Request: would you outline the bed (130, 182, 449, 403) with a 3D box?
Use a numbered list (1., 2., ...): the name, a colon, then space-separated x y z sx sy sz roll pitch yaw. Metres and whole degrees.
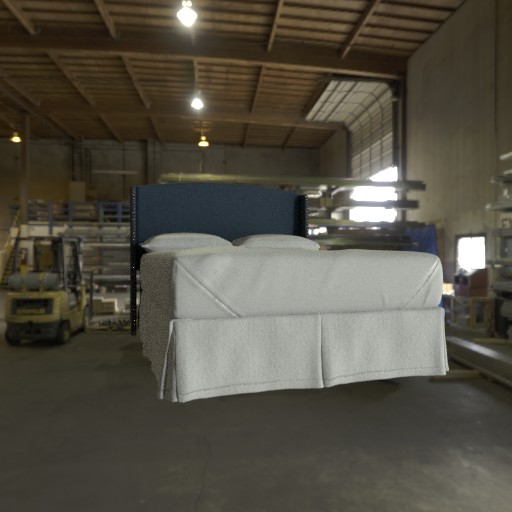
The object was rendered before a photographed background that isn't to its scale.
1. bed: 0.000 0.000 3.308 1.710 1.407 2.237 0 0 -18
